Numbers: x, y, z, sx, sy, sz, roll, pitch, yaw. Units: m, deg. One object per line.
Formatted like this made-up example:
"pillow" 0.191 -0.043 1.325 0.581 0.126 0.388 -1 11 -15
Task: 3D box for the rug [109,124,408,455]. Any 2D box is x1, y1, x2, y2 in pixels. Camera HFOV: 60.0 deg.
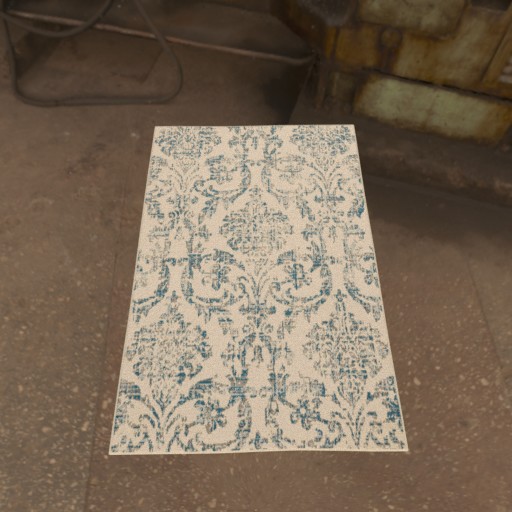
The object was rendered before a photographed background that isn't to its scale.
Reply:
"rug" 0.000 0.000 2.244 1.213 0.012 1.831 -1 60 0
